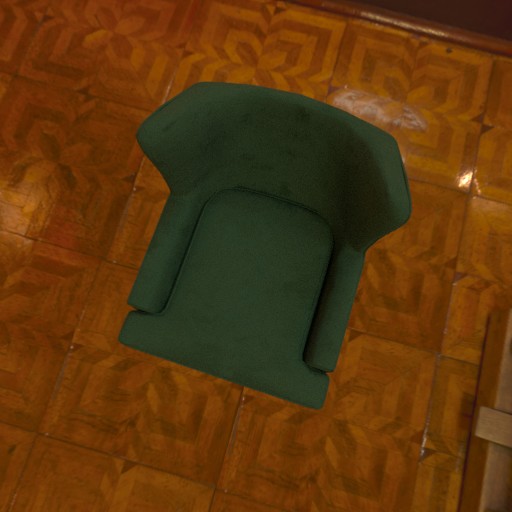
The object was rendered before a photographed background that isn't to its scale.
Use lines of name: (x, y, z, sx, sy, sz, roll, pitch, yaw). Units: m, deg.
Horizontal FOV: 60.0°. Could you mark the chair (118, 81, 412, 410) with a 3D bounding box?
chair: (0.000, 0.000, 1.635, 0.793, 0.952, 0.910, 17, 77, 4)
